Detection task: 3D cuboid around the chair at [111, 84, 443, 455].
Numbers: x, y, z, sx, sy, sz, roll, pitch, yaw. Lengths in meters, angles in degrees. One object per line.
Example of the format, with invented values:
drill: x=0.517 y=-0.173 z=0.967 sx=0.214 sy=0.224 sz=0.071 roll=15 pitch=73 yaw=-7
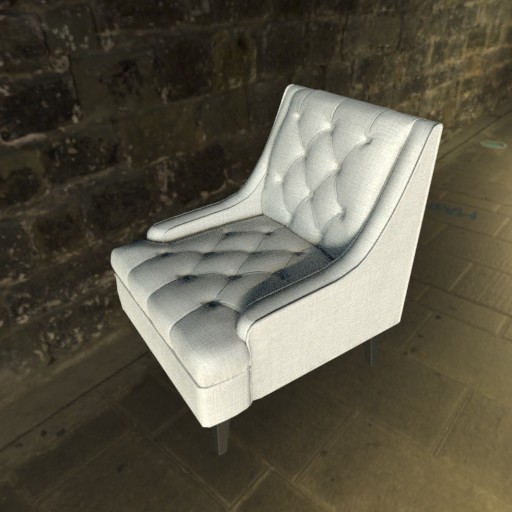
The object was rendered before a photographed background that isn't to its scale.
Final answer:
chair: x=0.000 y=0.000 z=1.420 sx=0.772 sy=0.891 sz=0.658 roll=-20 pitch=37 yaw=-28
